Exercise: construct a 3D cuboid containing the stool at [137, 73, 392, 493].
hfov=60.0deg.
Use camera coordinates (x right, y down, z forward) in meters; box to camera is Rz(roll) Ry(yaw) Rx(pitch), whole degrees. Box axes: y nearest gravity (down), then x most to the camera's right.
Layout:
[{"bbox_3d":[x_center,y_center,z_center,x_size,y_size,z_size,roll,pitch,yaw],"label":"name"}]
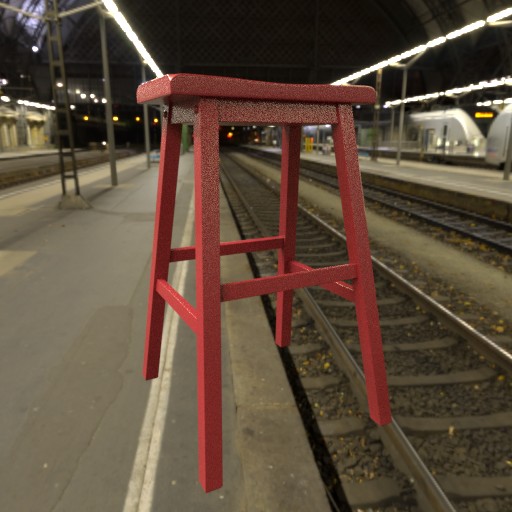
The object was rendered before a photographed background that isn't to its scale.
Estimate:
[{"bbox_3d":[0.000,0.000,1.025,0.457,0.737,0.476,-8,17,-27],"label":"stool"}]
